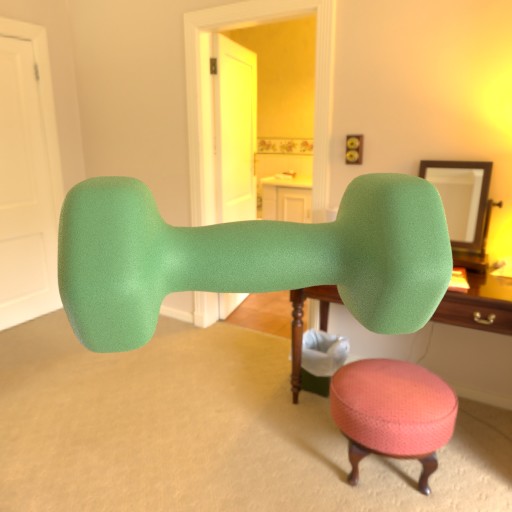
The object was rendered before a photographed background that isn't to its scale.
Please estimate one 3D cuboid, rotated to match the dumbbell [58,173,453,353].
[{"bbox_3d":[0.000,0.000,0.319,0.257,0.114,0.126,-2,16,-7],"label":"dumbbell"}]
